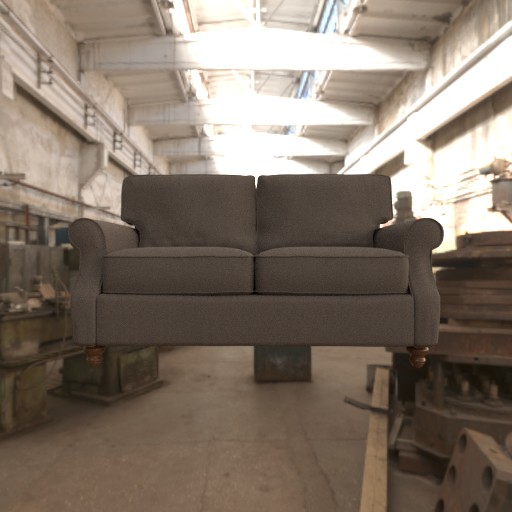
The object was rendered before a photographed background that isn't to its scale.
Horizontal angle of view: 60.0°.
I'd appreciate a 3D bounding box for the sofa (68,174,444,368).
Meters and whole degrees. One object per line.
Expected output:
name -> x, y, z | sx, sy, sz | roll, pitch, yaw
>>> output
sofa -> 0.000, 0.000, 2.269 | 1.665, 0.937, 0.964 | 0, 0, 1
